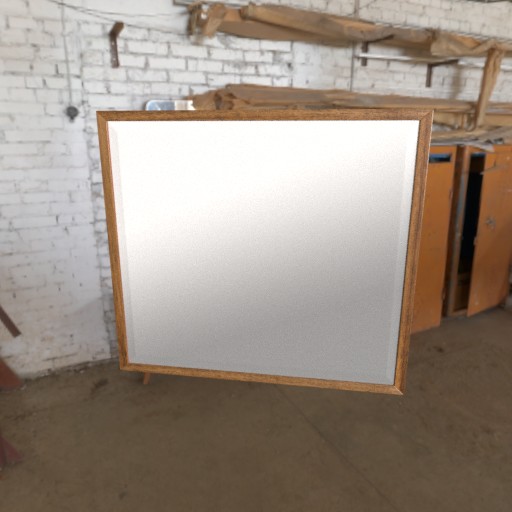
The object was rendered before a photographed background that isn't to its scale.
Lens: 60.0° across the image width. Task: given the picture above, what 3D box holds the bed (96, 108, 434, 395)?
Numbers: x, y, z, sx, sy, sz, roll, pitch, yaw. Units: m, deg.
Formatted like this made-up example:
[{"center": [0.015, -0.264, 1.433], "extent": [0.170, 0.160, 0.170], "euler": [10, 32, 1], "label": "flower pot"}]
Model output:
[{"center": [0.000, 0.000, 1.500], "extent": [1.041, 0.940, 0.043], "euler": [3, 16, 9], "label": "bed"}]
